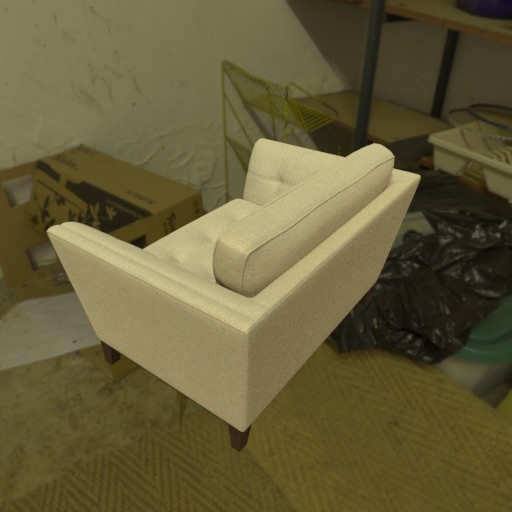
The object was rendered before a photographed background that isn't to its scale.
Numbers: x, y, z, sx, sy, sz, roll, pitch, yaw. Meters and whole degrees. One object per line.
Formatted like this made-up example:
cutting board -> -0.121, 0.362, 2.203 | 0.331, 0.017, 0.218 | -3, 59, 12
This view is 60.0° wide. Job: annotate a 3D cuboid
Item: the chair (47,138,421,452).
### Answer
chair -> 0.000, 0.000, 2.064 | 0.965, 0.940, 1.397 | 21, 38, 30
